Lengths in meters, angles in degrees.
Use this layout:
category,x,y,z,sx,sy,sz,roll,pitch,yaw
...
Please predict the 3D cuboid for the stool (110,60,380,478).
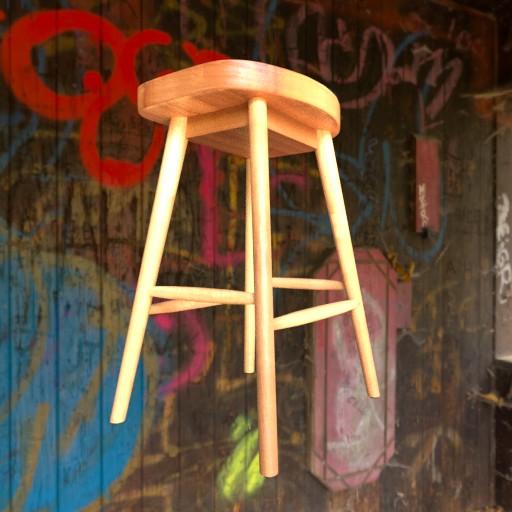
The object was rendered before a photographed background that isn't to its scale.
category,x,y,z,sx,sy,sz,roll,pitch,yaw
stool,0.000,0.000,0.888,0.361,0.615,0.440,0,1,35
